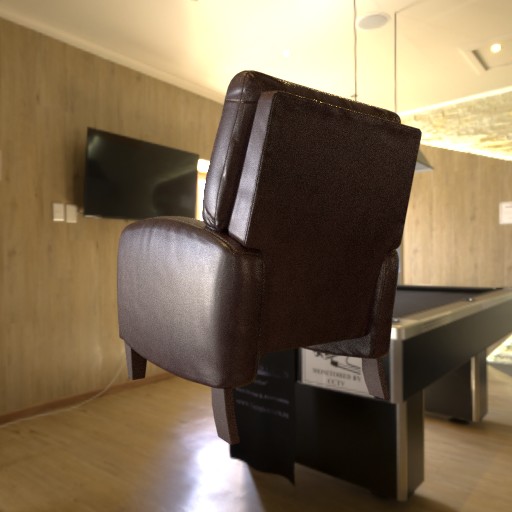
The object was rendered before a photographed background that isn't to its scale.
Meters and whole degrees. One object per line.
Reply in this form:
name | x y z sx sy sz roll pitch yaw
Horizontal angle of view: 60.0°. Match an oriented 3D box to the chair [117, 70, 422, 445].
chair | 0.000 0.000 1.633 0.762 0.990 0.990 0 0 -35
